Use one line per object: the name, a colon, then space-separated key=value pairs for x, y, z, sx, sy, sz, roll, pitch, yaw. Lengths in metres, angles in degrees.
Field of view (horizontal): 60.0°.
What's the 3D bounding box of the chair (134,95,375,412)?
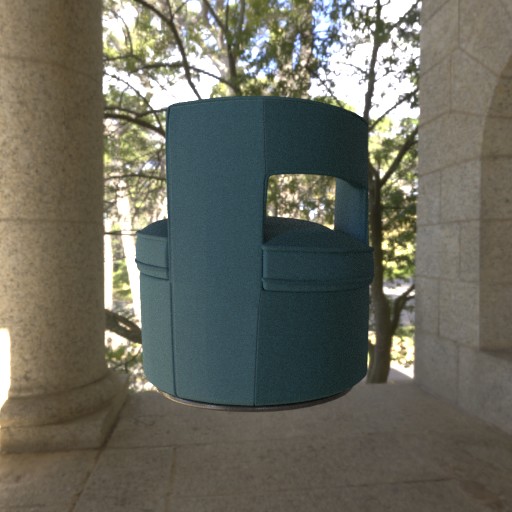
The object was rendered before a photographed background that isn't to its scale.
chair: x=0.000 y=0.000 z=1.284 sx=0.684 sy=0.711 sz=0.660 roll=0 pitch=0 yaw=-37
